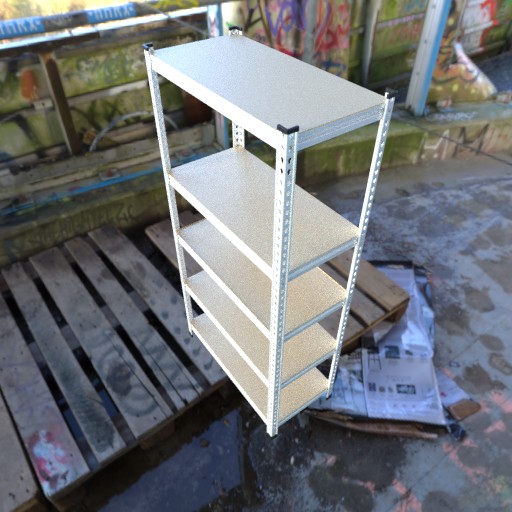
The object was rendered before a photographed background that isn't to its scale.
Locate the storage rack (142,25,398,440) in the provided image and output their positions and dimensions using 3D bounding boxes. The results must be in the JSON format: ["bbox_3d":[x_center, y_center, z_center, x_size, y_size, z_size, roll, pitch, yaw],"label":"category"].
[{"bbox_3d":[0.000,0.000,2.192,0.457,1.829,0.914,-26,48,-26],"label":"storage rack"}]
